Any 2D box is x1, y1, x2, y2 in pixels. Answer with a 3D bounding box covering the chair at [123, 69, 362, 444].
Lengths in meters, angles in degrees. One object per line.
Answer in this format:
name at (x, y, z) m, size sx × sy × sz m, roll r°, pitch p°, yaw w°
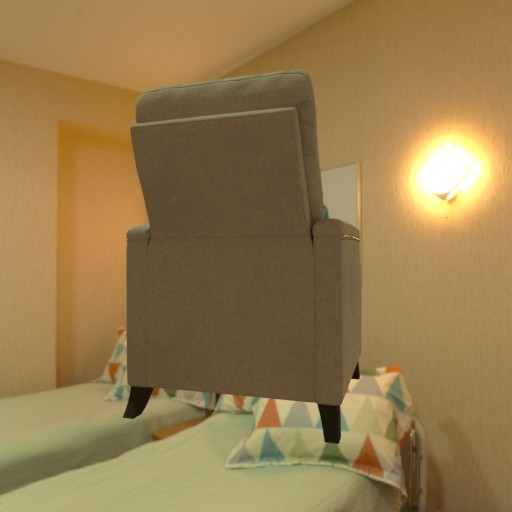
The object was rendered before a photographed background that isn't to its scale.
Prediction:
chair at (0.000, 0.000, 1.644) m, size 0.710 × 1.049 × 0.922 m, roll 0°, pitch -1°, yaw 18°
